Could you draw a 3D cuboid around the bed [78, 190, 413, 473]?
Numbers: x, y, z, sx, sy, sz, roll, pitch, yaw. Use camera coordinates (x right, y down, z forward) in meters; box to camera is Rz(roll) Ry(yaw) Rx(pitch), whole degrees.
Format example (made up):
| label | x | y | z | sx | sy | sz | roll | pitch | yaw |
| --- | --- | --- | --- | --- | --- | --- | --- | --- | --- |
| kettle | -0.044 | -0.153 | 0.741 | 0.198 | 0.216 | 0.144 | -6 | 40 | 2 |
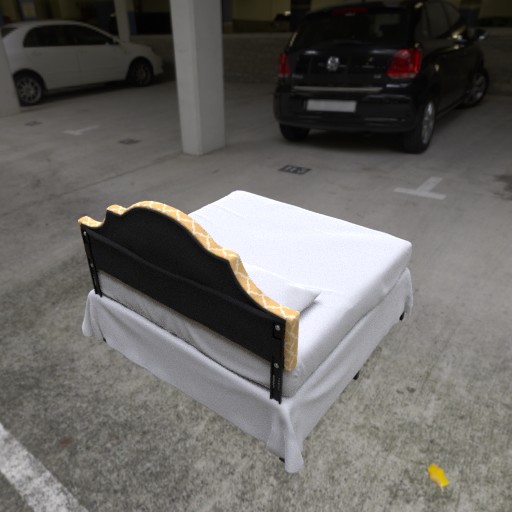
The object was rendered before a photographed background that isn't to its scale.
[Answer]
| label | x | y | z | sx | sy | sz | roll | pitch | yaw |
| --- | --- | --- | --- | --- | --- | --- | --- | --- | --- |
| bed | 0.000 | 0.000 | 3.753 | 2.314 | 1.601 | 2.222 | 22 | 37 | 32 |
